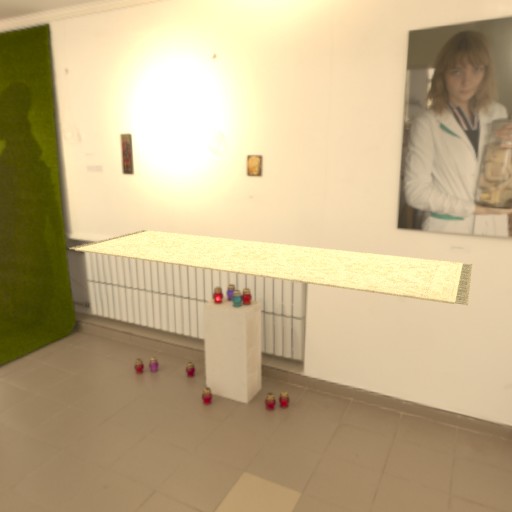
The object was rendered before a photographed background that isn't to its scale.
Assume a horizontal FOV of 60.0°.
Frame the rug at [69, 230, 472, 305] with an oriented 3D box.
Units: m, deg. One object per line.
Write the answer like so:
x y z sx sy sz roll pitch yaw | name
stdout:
0.000 0.000 2.905 2.544 0.015 0.795 7 15 26 | rug
